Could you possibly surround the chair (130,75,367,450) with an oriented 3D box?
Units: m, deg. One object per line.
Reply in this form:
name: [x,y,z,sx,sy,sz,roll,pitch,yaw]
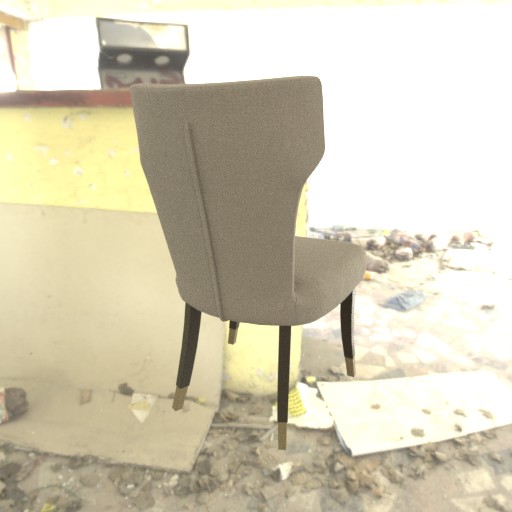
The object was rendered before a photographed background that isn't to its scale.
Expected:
chair: [0.000,0.000,1.314,0.526,0.950,0.630,9,20,27]
